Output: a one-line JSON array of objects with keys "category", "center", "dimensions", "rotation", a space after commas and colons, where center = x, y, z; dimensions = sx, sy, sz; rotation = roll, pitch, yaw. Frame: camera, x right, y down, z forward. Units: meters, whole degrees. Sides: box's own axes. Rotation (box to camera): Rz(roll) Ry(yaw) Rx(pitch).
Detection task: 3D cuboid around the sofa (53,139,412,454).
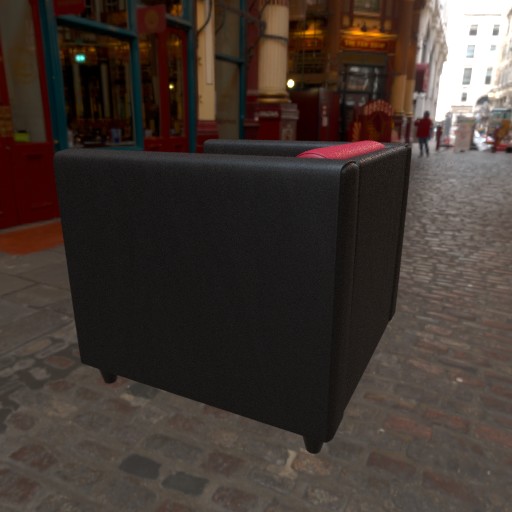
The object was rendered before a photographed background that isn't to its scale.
[{"category": "sofa", "center": [0.000, 0.000, 1.450], "dimensions": [0.809, 0.724, 0.839], "rotation": [8, 19, 26]}]
